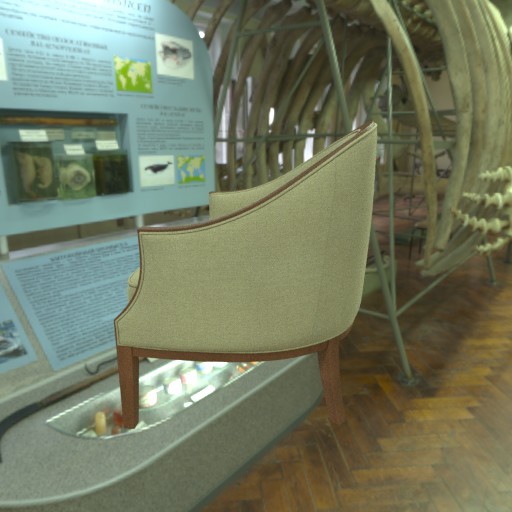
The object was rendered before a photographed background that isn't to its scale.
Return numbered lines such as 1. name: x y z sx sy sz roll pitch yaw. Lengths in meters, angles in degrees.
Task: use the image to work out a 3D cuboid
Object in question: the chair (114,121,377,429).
1. chair: 0.000 0.000 1.505 0.735 0.876 0.803 2 16 8
